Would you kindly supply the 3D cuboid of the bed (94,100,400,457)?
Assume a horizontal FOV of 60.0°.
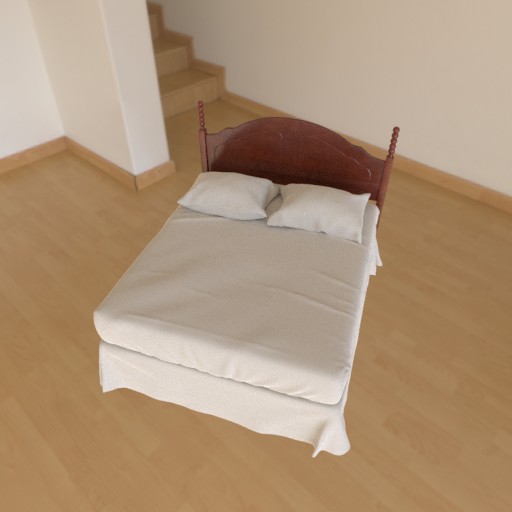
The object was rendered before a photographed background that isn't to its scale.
[{"bbox_3d":[0.000,0.000,3.246,1.873,1.356,2.040,12,43,13],"label":"bed"}]
